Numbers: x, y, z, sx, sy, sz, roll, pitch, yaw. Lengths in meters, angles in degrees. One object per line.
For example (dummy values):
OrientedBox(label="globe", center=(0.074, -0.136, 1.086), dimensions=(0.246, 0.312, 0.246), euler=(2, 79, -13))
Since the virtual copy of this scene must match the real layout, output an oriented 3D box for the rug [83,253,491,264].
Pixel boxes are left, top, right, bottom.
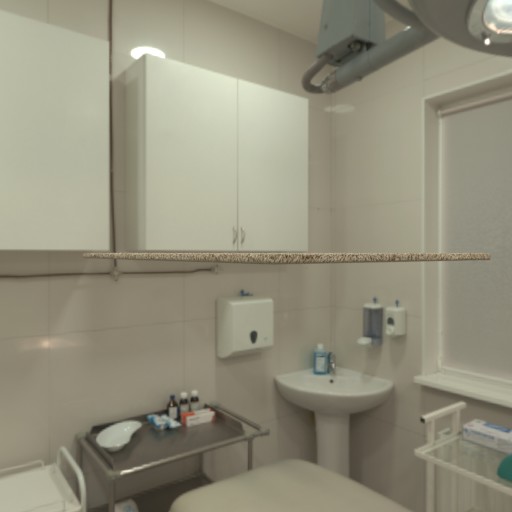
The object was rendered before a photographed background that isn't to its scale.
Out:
OrientedBox(label="rug", center=(0.000, 0.000, 2.258), dimensions=(1.219, 0.030, 1.778), euler=(0, 1, -37))
